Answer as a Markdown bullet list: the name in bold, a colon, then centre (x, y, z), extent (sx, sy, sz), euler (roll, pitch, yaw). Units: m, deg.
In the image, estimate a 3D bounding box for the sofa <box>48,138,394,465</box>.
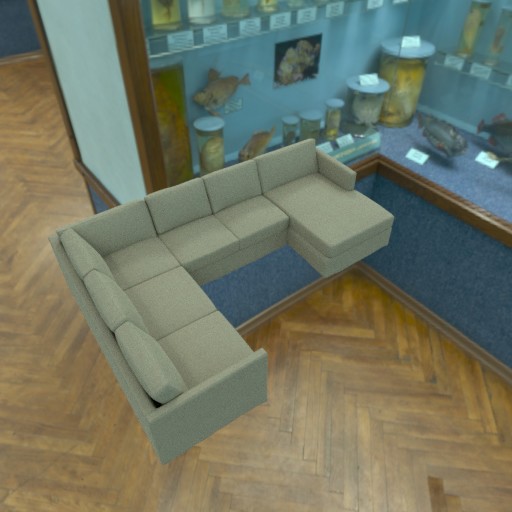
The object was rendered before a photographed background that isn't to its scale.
- **sofa**: centre (0.000, 0.000, 4.634), extent (3.460, 0.882, 2.427), euler (-25, 48, -25)
